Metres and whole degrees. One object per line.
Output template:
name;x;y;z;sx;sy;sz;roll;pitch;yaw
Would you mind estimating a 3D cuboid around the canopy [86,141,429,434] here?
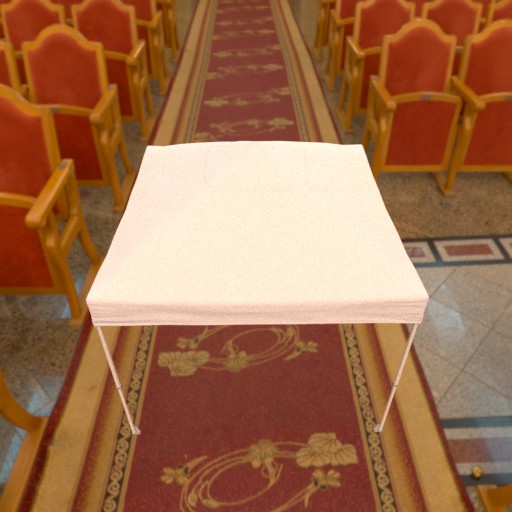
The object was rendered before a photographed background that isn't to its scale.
canopy;0.000;0.000;5.442;2.998;2.997;2.996;0;40;0
